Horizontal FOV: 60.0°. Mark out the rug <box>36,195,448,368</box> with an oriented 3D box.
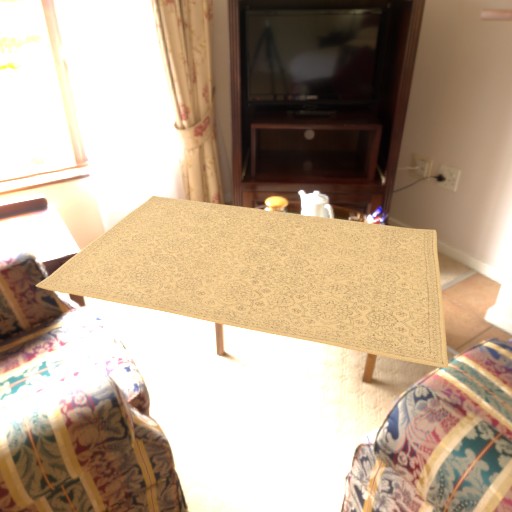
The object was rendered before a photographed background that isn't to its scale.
[{"bbox_3d":[0.000,0.000,3.086,2.434,0.023,1.518,9,32,15],"label":"rug"}]
